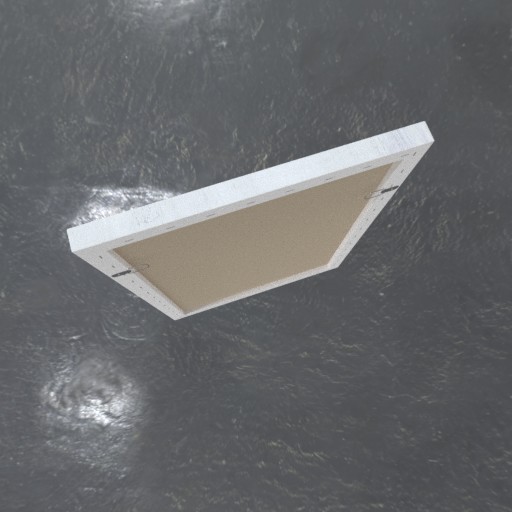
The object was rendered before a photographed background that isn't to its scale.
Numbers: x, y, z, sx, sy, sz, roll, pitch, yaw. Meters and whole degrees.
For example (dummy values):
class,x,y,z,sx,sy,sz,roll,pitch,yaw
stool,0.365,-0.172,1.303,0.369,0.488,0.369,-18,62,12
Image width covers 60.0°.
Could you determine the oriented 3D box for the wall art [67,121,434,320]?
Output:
class,x,y,z,sx,sy,sz,roll,pitch,yaw
wall art,0.000,0.000,1.170,0.624,0.914,0.043,-18,76,-5
